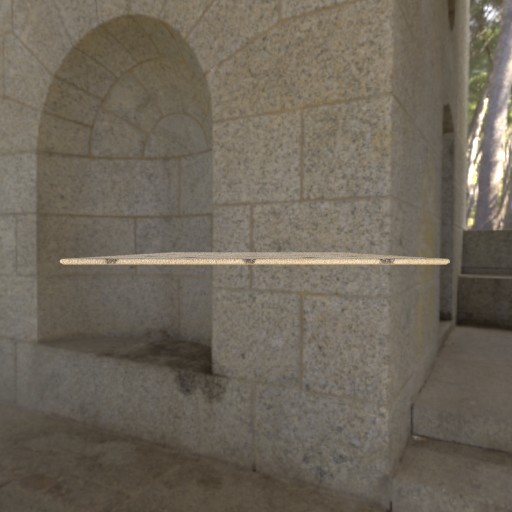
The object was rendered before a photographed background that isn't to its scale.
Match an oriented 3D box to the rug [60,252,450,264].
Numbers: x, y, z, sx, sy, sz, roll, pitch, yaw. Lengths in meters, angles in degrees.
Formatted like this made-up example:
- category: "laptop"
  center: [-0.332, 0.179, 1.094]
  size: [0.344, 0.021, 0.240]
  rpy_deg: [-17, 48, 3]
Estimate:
- category: "rug"
  center: [0.000, 0.000, 3.371]
  size: [1.801, 0.026, 2.701]
  rpy_deg: [0, 1, 0]
